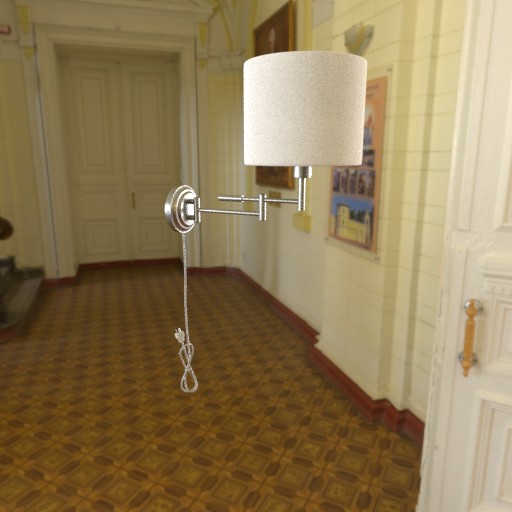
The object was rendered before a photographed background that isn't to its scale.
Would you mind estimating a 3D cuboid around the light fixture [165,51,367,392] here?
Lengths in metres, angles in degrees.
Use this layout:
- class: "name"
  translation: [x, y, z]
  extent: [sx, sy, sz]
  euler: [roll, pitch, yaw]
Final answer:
- class: "light fixture"
  translation: [0.000, 0.000, 1.065]
  extent: [0.479, 0.842, 0.253]
  euler: [6, 15, 26]
